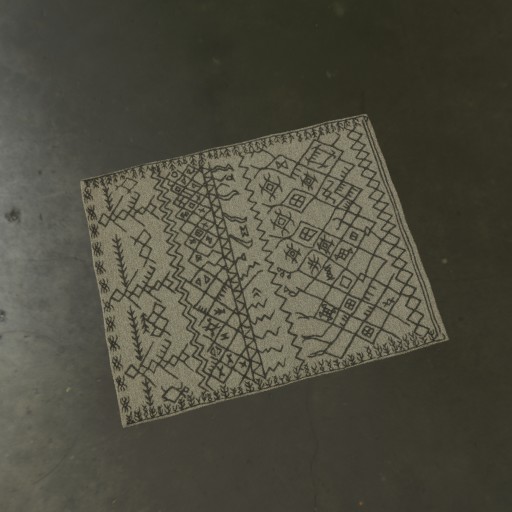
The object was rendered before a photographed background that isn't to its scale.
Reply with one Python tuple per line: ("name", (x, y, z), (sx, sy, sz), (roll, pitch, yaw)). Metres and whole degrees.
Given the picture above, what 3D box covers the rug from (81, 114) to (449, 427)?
("rug", (0.000, 0.000, 3.425), (2.455, 0.025, 1.964), (-14, 76, -4))
